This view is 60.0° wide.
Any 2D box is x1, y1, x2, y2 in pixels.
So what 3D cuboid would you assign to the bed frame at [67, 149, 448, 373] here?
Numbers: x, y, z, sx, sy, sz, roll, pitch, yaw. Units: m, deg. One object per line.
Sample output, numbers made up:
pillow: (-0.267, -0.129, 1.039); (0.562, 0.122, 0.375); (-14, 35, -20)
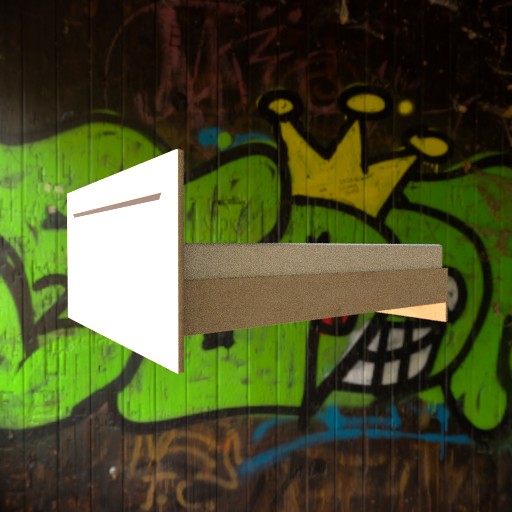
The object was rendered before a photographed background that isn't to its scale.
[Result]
bed frame: (0.000, 0.000, 3.110); (2.080, 0.900, 1.800); (-1, 1, -36)
